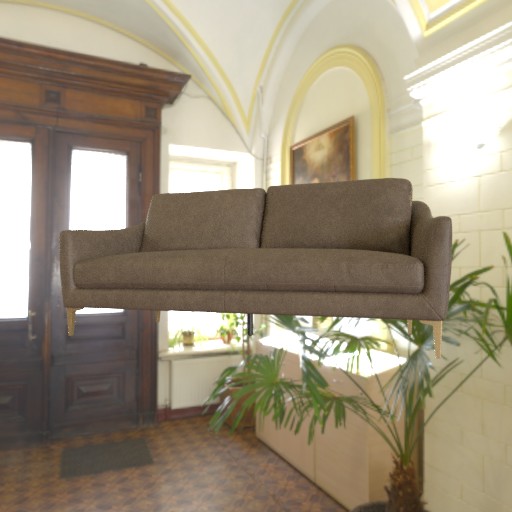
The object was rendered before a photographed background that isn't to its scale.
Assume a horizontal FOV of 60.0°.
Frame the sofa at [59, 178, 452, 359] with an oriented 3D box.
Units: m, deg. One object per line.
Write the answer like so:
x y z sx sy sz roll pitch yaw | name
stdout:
0.000 0.000 2.586 2.036 0.902 0.960 -1 -2 19 | sofa
